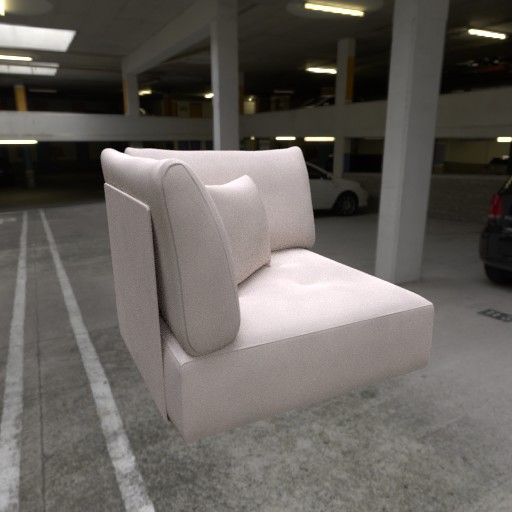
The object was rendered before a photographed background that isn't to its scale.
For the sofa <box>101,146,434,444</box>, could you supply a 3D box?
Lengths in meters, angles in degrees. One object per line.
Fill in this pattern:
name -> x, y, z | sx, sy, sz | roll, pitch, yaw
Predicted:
sofa -> 0.000, 0.000, 1.750 | 1.000, 0.820, 1.000 | -8, 17, -26
